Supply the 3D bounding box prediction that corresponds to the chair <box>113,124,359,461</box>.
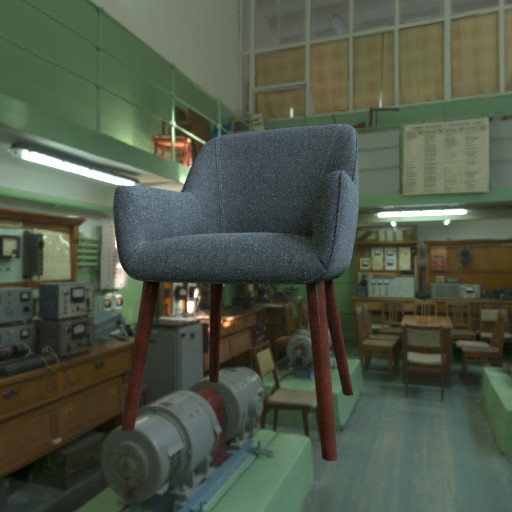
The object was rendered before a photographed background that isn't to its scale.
[{"bbox_3d":[0.000,0.000,1.174,0.543,0.803,0.519,0,-1,19],"label":"chair"}]
